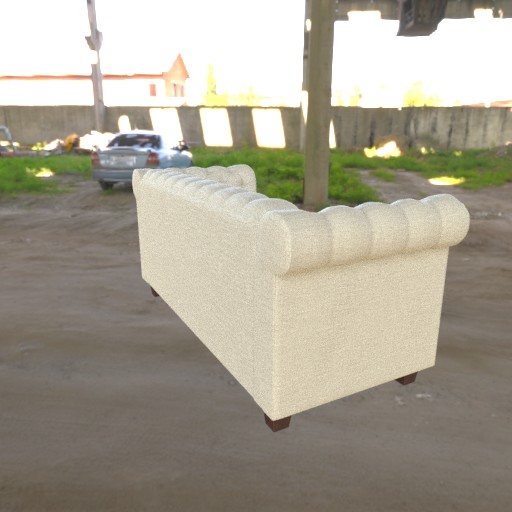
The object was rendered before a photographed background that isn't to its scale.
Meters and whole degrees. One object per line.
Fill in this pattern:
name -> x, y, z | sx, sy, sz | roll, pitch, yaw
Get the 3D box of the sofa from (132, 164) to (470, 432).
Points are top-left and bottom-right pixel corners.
sofa -> 0.000, 0.000, 2.219 | 0.783, 0.797, 1.798 | -8, 18, -27
